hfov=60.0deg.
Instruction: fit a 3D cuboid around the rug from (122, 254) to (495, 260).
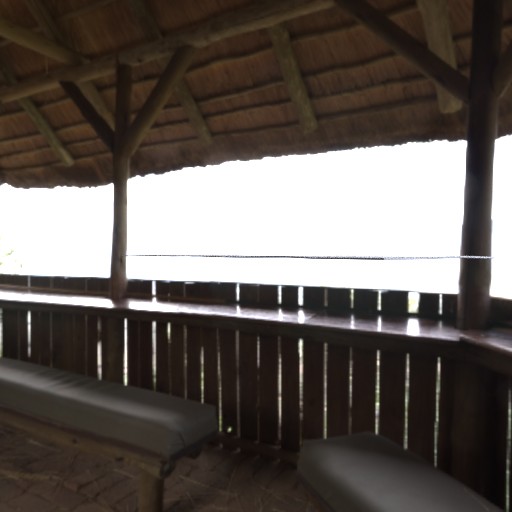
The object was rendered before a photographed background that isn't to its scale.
[{"bbox_3d":[0.000,0.000,2.667,0.762,0.013,2.439,0,0,-37],"label":"rug"}]
